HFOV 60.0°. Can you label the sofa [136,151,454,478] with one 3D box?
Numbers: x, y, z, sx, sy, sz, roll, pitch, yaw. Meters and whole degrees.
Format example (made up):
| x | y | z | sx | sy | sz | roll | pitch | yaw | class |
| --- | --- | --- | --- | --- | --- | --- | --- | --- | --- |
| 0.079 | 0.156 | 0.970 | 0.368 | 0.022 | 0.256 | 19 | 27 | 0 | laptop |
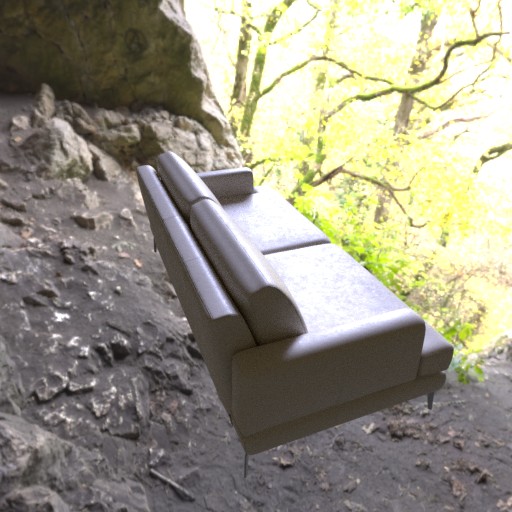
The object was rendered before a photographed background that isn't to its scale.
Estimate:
| x | y | z | sx | sy | sz | roll | pitch | yaw | class |
| --- | --- | --- | --- | --- | --- | --- | --- | --- | --- |
| 0.000 | 0.000 | 2.381 | 0.974 | 0.765 | 1.940 | -11 | 32 | -19 | sofa |
